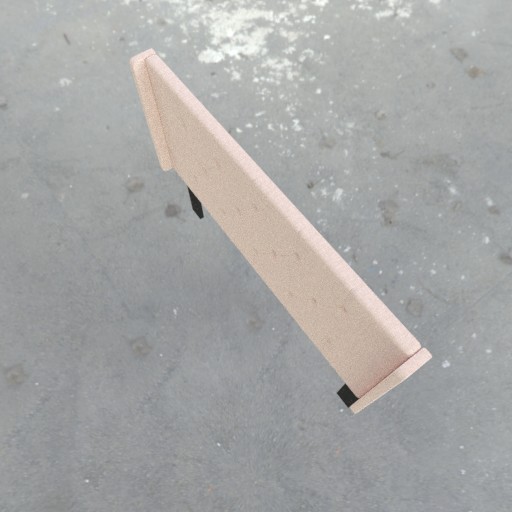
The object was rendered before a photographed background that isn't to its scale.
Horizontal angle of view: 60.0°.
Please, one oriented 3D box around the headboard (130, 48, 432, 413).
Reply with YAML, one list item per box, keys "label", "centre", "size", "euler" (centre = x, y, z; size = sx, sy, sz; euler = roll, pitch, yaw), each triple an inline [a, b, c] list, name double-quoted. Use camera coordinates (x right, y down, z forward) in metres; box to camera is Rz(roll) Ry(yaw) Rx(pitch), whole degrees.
- label: "headboard"
  centre: [0.000, 0.000, 2.654]
  size: [0.184, 1.524, 2.051]
  euler: [-33, 68, -15]
